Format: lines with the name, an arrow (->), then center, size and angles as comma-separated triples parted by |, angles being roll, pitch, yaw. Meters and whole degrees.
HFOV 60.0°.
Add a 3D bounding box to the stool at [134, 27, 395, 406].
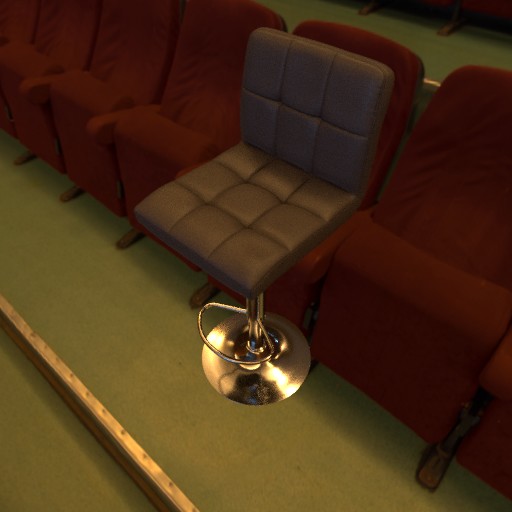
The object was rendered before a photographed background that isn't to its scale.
stool -> 0.000, 0.000, 1.341 | 0.430, 1.115, 0.505 | 32, 54, 28
